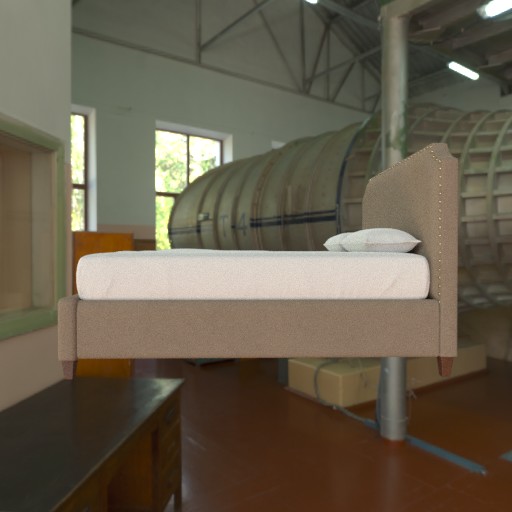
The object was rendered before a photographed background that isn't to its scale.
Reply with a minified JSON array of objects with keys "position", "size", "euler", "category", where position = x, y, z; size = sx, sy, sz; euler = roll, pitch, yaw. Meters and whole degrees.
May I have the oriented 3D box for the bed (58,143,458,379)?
[{"position":[0.000,0.000,3.408],"size":[2.329,1.415,1.703],"euler":[0,1,-1],"category":"bed"}]
